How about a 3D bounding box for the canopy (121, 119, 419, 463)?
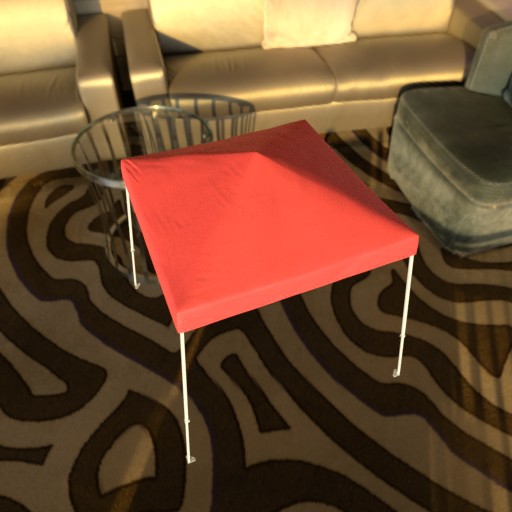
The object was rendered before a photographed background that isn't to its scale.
[{"bbox_3d":[0.000,0.000,6.623,3.599,3.600,3.600,-17,48,-16],"label":"canopy"}]
